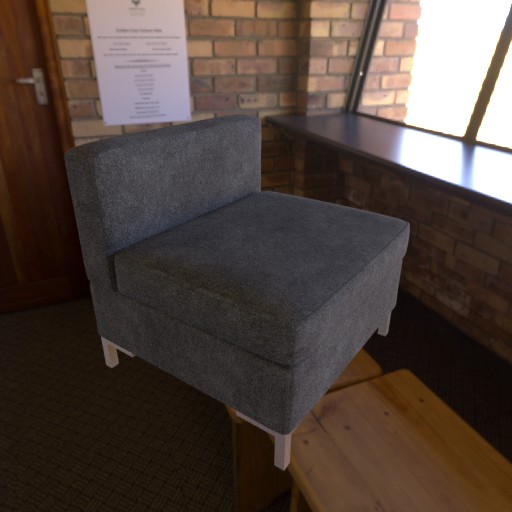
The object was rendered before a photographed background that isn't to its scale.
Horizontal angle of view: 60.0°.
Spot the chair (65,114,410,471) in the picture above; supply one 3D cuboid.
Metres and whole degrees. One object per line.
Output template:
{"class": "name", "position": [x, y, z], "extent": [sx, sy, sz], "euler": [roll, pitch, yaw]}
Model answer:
{"class": "chair", "position": [0.000, 0.000, 1.248], "extent": [0.680, 0.660, 0.680], "euler": [17, 31, 32]}
